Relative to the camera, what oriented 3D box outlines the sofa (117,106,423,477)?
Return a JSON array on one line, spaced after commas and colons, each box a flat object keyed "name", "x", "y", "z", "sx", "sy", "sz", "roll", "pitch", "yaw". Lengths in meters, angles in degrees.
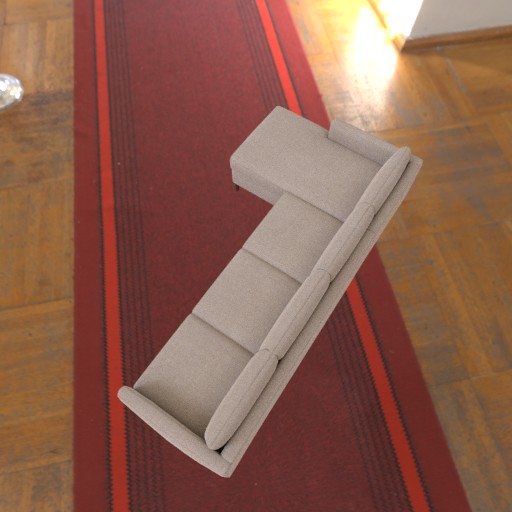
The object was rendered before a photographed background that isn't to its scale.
[{"name": "sofa", "x": 0.000, "y": 0.000, "z": 3.549, "sx": 1.469, "sy": 0.816, "sz": 2.923, "roll": 31, "pitch": 67, "yaw": 15}]
